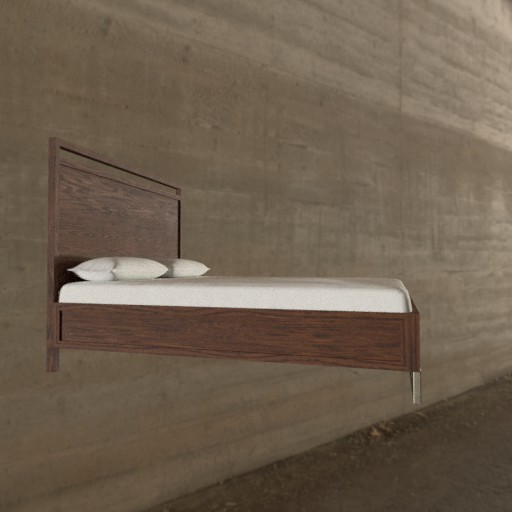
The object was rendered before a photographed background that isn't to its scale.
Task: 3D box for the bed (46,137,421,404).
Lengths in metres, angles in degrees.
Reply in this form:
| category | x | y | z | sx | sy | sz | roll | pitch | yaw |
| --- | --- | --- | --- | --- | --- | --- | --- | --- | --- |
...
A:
| category | x | y | z | sx | sy | sz | roll | pitch | yaw |
| --- | --- | --- | --- | --- | --- | --- | --- | --- | --- |
| bed | 0.000 | 0.000 | 3.318 | 2.218 | 1.487 | 1.765 | 0 | -1 | 17 |
